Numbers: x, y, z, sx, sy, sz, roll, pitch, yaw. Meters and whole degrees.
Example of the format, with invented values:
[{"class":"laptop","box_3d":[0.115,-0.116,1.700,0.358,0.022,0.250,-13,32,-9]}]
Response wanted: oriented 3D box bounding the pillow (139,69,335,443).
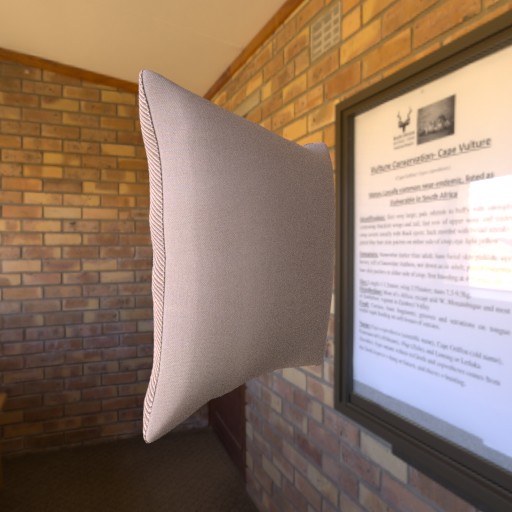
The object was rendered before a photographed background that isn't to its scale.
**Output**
[{"class":"pillow","box_3d":[0.000,0.000,0.636,0.173,0.401,0.416,1,1,36]}]
